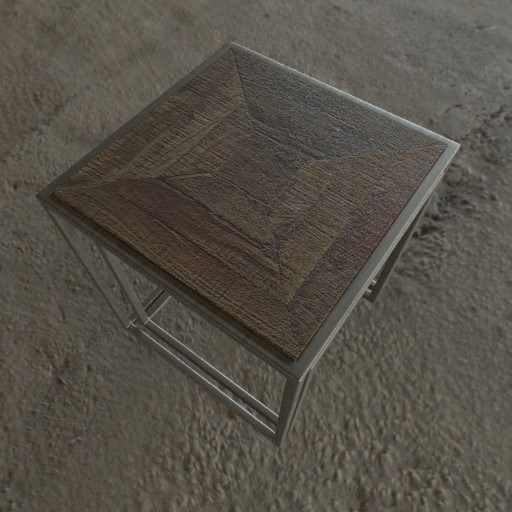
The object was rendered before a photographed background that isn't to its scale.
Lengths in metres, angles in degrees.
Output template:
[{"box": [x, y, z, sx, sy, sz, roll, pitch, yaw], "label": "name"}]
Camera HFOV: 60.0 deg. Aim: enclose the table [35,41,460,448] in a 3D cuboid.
[{"box": [0.000, 0.000, 0.864, 0.449, 0.500, 0.450, 32, 64, 18], "label": "table"}]
